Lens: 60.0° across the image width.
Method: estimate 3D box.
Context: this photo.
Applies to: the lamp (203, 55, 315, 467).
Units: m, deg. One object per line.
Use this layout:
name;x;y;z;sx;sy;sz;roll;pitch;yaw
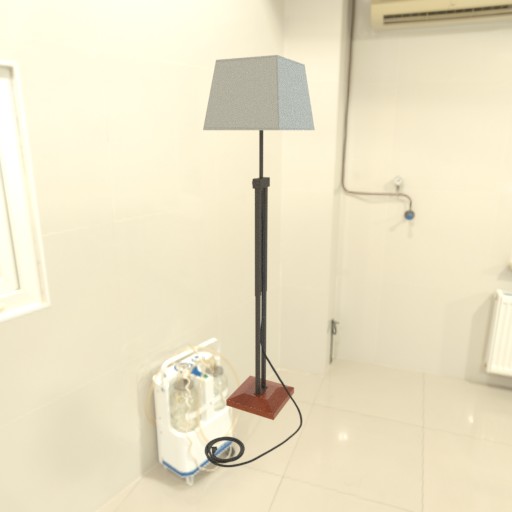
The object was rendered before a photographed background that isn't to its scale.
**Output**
lamp;0.000;0.000;2.007;0.472;1.712;0.745;8;18;26
